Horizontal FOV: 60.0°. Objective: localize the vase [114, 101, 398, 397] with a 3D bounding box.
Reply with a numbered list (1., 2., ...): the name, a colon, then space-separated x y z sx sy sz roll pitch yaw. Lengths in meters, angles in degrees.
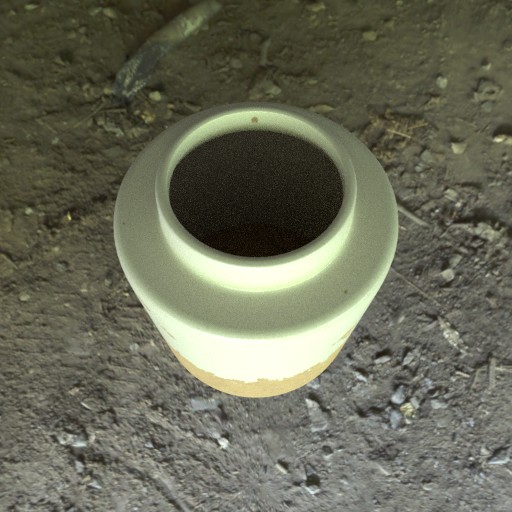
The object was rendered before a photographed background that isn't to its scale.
1. vase: 0.000 0.000 0.288 0.153 0.167 0.153 0 63 0
